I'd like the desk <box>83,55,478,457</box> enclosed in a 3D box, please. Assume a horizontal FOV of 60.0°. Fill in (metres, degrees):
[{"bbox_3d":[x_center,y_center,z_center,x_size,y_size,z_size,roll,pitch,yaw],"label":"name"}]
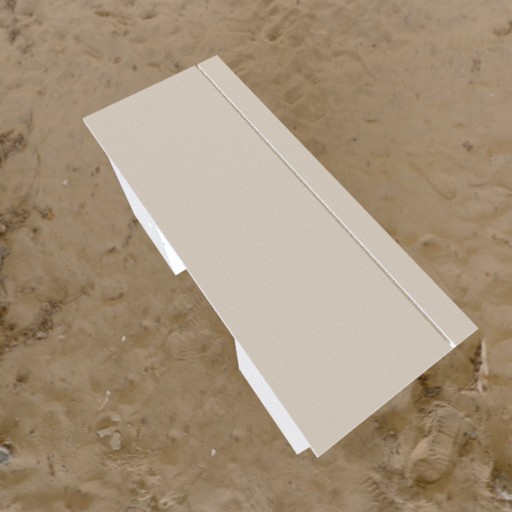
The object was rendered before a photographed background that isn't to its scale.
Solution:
[{"bbox_3d":[0.000,0.000,1.992,0.670,0.760,1.580,-32,68,-15],"label":"desk"}]
